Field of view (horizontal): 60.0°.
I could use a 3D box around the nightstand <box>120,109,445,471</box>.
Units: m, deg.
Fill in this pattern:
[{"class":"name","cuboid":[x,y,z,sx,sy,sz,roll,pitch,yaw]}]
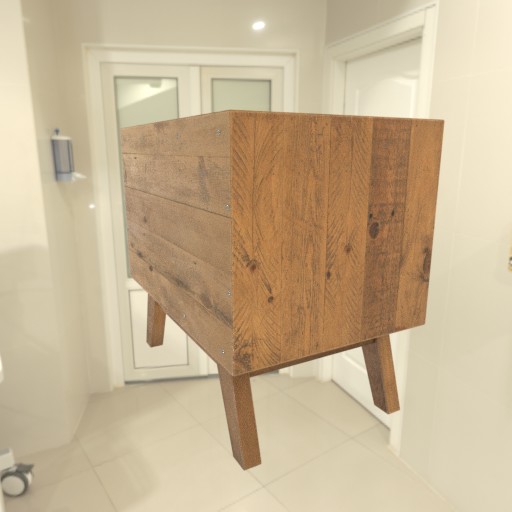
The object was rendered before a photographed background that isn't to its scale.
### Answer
[{"class":"nightstand","cuboid":[0.000,0.000,1.054,0.450,0.599,0.650,-7,15,-28]}]
